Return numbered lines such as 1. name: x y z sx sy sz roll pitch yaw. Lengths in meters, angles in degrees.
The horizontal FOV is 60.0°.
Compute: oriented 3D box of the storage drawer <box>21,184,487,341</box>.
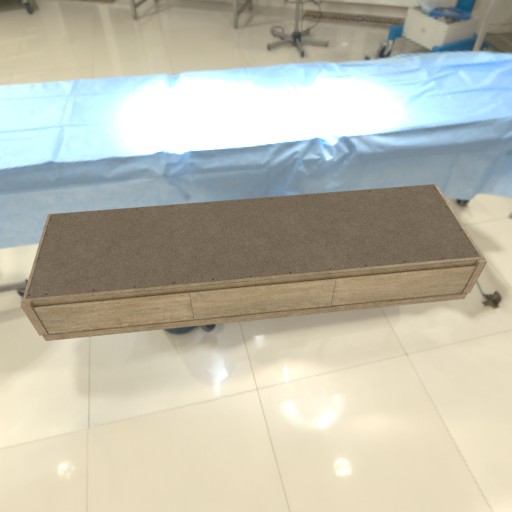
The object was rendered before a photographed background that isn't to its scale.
1. storage drawer: 0.000 0.000 2.254 2.072 0.274 0.591 -5 47 -5
